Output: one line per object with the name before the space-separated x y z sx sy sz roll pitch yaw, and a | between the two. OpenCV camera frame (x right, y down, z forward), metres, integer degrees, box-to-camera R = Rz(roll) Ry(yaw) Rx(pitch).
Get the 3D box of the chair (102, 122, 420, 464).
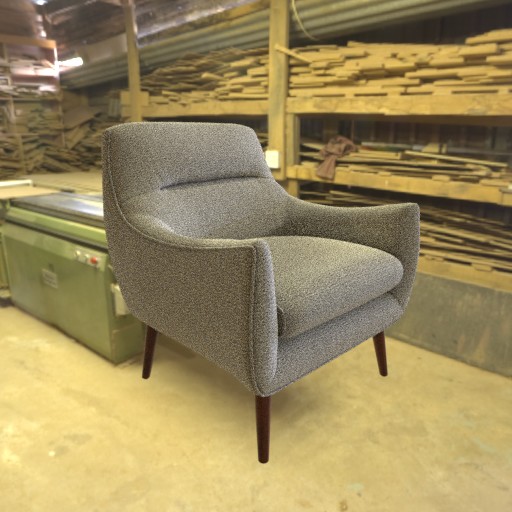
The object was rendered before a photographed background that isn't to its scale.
chair | 0.000 0.000 1.434 0.762 0.838 0.787 -15 21 -43
